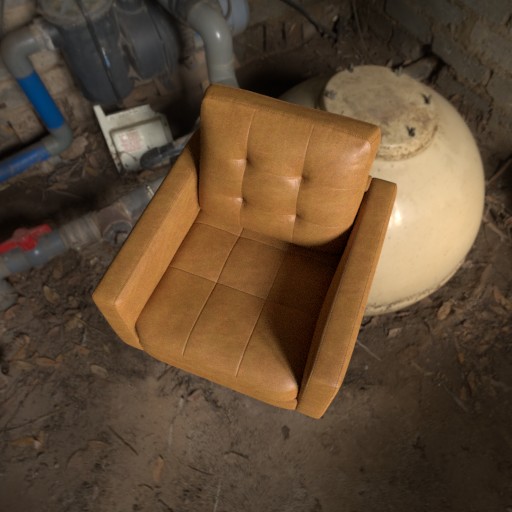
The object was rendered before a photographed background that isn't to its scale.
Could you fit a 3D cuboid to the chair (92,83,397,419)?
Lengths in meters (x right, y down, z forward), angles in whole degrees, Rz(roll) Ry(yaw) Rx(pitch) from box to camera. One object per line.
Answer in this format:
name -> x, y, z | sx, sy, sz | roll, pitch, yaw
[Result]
chair -> 0.000, 0.000, 1.606 | 0.831, 0.896, 0.868 | 18, 61, 11
